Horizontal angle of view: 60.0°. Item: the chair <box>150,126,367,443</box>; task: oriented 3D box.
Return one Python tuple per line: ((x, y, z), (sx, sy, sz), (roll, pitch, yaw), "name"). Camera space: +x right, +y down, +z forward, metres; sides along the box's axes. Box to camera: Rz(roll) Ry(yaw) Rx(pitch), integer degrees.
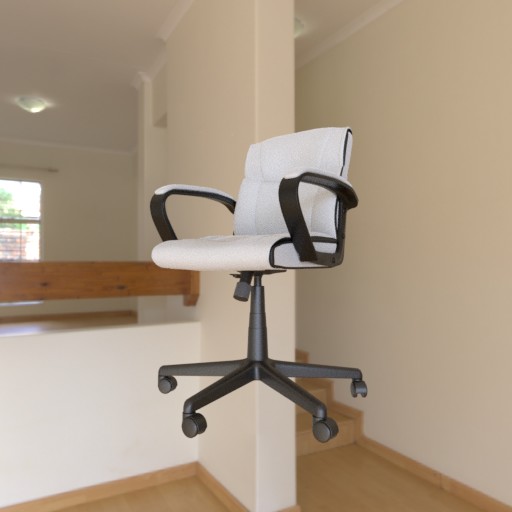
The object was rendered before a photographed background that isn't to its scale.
((0.000, 0.000, 1.523), (0.739, 1.004, 0.717), (0, -1, 35), "chair")
